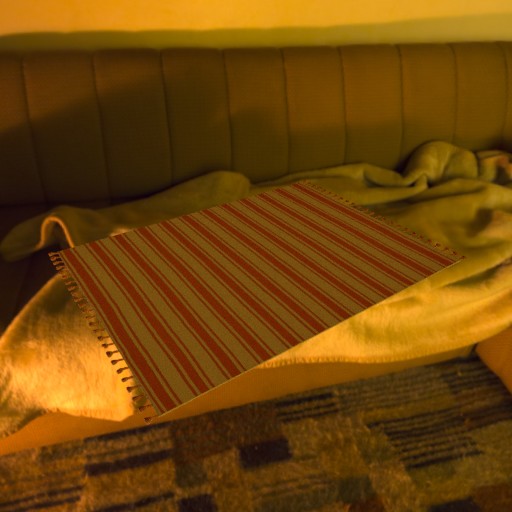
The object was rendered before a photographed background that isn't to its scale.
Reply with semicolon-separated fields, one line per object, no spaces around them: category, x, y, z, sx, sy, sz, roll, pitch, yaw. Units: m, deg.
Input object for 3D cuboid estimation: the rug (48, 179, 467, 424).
rug;0.000;0.000;4.398;3.369;0.035;2.451;-20;37;-29
